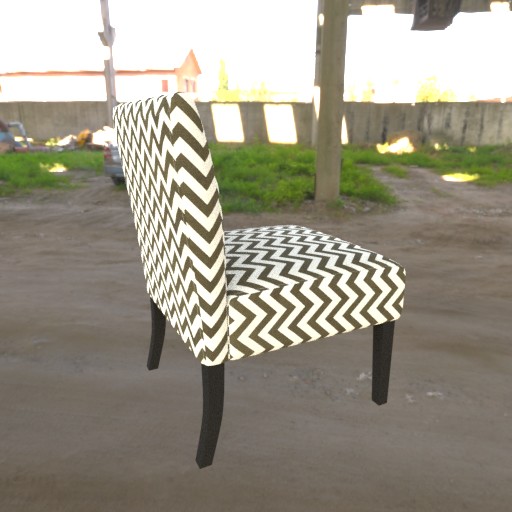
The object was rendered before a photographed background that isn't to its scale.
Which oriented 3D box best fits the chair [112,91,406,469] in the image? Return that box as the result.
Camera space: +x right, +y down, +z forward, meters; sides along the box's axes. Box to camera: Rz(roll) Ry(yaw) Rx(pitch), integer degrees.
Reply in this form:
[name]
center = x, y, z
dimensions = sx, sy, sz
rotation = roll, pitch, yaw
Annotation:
[chair]
center = 0.000, 0.000, 1.274
dimensions = 0.648, 0.838, 0.589
rotation = -8, 18, -26
